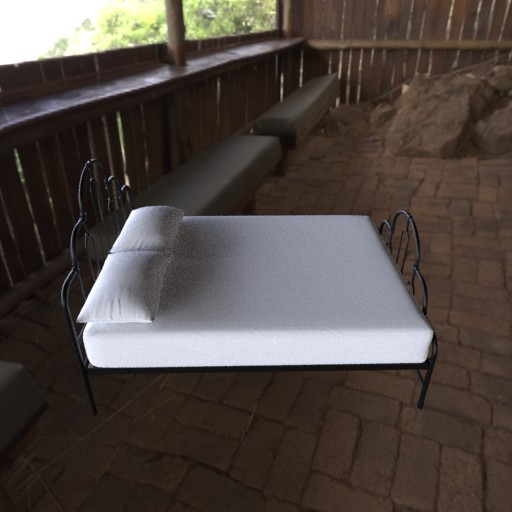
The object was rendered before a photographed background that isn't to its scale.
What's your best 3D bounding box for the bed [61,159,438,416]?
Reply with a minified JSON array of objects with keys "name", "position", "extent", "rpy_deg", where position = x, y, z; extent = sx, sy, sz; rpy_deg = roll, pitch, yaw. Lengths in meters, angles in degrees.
[{"name":"bed","position":[0.000,0.000,3.235],"extent":[2.181,1.444,1.626],"rpy_deg":[-1,31,-1]}]
